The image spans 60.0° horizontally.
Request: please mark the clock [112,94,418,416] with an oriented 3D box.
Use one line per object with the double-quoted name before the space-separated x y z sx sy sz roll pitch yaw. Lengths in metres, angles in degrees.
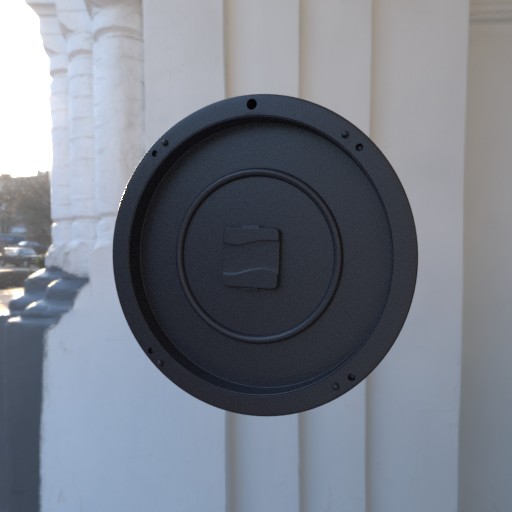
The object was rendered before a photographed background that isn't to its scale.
"clock" 0.000 0.000 0.438 0.300 0.300 0.060 1 2 19
